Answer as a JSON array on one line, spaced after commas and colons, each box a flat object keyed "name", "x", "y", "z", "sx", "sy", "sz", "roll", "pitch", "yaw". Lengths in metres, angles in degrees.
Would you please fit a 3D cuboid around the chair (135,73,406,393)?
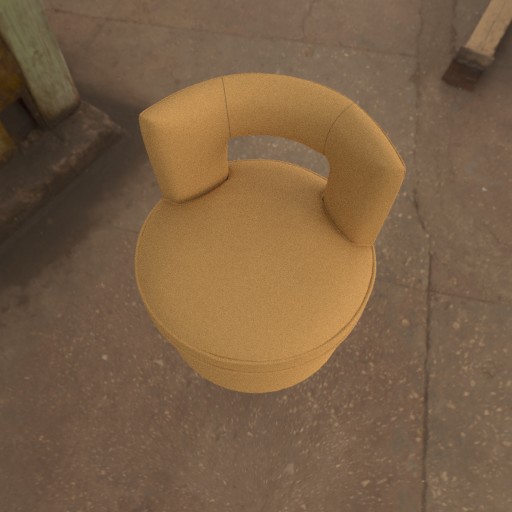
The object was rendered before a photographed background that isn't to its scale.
[{"name": "chair", "x": 0.000, "y": 0.000, "z": 1.240, "sx": 0.650, "sy": 0.723, "sz": 0.665, "roll": 13, "pitch": 60, "yaw": 8}]
